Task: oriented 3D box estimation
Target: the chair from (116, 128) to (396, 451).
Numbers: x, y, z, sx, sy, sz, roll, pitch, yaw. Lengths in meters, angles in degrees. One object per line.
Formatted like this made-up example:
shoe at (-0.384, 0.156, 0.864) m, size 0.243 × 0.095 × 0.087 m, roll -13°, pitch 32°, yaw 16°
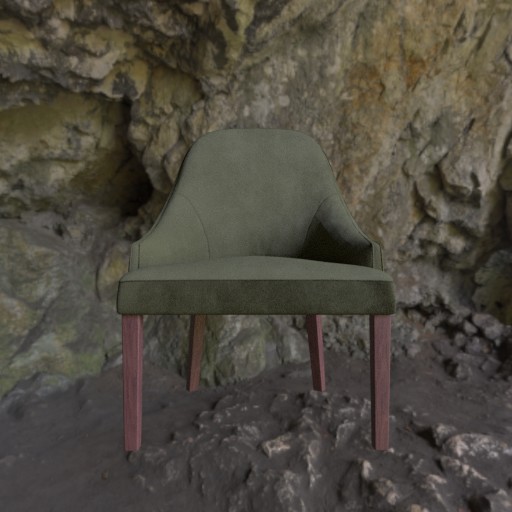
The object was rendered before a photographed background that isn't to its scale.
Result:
chair at (0.000, 0.000, 1.279) m, size 0.643 × 0.889 × 0.575 m, roll 0°, pitch 0°, yaw 0°
